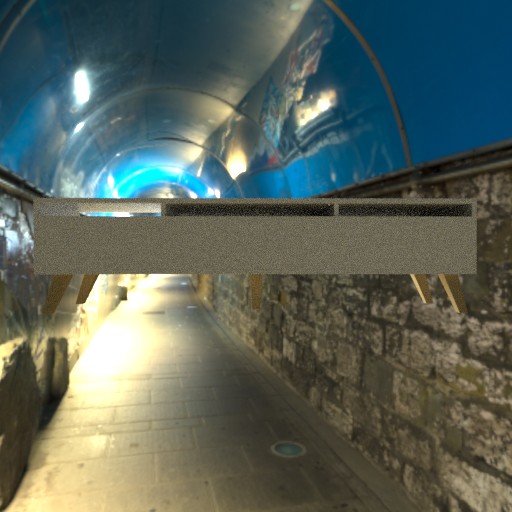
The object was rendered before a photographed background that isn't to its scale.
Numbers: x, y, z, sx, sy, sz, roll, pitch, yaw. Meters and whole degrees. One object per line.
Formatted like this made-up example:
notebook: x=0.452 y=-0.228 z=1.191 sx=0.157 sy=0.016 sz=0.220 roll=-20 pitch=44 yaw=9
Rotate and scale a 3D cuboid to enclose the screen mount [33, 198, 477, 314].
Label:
screen mount: x=0.000 y=0.000 z=1.844 sx=1.644 sy=0.432 sz=0.399 roll=0 pitch=0 yaw=-1
